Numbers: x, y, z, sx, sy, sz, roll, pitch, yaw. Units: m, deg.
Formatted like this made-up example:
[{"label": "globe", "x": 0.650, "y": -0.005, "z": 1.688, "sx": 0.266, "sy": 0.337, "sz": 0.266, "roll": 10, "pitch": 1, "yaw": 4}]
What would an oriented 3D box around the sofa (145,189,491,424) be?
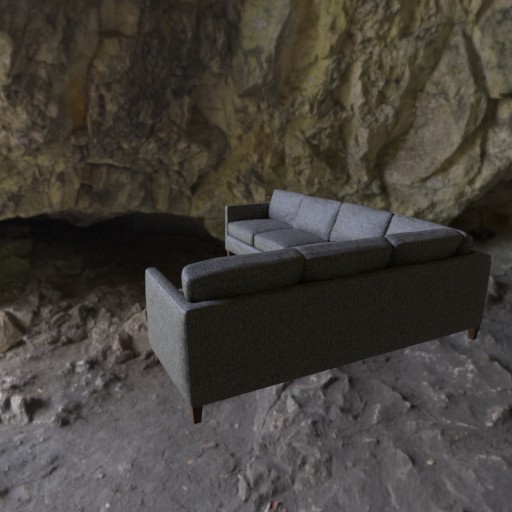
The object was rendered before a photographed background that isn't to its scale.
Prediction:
[{"label": "sofa", "x": 0.000, "y": 0.000, "z": 4.411, "sx": 2.593, "sy": 0.947, "sz": 3.302, "roll": -8, "pitch": 17, "yaw": -26}]
